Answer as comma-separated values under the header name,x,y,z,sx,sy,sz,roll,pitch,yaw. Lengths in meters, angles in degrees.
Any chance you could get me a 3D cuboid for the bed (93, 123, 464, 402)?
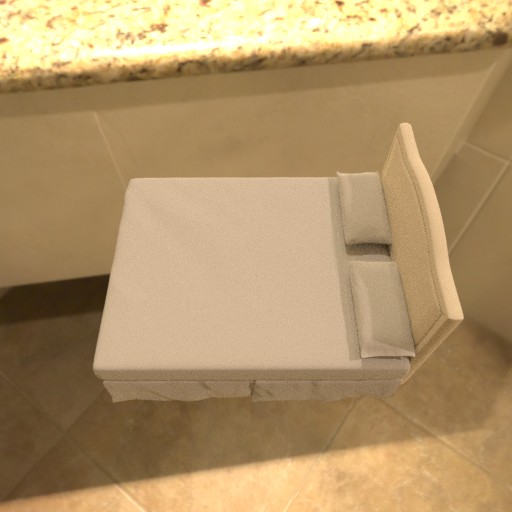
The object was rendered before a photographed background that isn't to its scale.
name,x,y,z,sx,sy,sz,roll,pitch,yaw
bed,0.000,0.000,3.602,2.477,1.437,1.977,0,58,0
